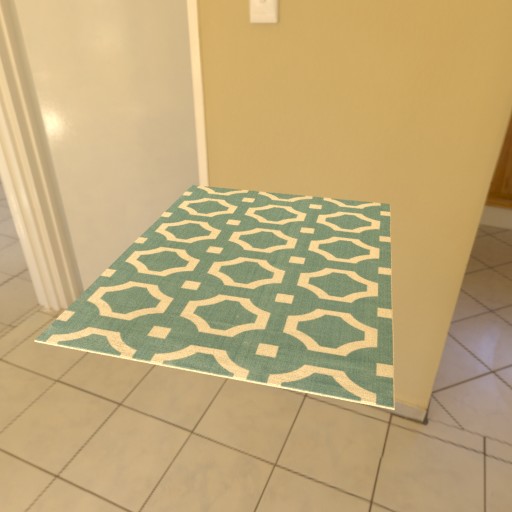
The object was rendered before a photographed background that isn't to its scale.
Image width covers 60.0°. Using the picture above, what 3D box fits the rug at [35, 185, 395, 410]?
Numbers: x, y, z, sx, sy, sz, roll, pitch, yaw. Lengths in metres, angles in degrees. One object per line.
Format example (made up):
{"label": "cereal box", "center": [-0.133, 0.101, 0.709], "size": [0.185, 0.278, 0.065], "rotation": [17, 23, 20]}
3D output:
{"label": "rug", "center": [0.000, 0.000, 4.146], "size": [2.466, 0.021, 3.049], "rotation": [7, 31, 12]}
